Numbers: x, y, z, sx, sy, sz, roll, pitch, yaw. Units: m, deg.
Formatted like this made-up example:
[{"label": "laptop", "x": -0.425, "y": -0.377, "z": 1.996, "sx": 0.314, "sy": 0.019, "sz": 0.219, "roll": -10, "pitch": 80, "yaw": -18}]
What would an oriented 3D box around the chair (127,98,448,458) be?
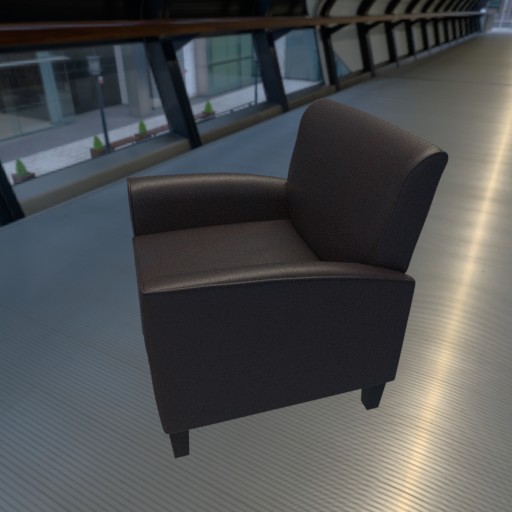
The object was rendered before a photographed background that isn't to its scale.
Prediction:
[{"label": "chair", "x": 0.000, "y": 0.000, "z": 1.547, "sx": 0.819, "sy": 0.916, "sz": 0.820, "roll": -8, "pitch": 31, "yaw": -14}]
